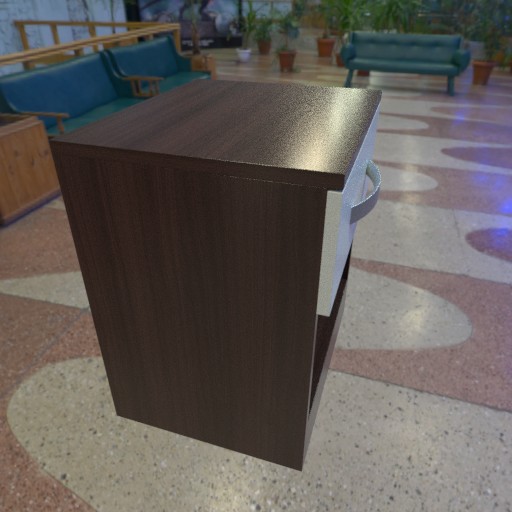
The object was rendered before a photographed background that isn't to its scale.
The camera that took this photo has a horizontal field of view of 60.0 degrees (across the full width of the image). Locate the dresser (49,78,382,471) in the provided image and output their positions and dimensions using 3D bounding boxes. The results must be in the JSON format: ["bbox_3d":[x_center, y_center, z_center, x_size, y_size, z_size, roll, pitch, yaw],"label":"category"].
[{"bbox_3d":[0.000,0.000,0.736,0.360,0.470,0.400,10,33,16],"label":"dresser"}]
